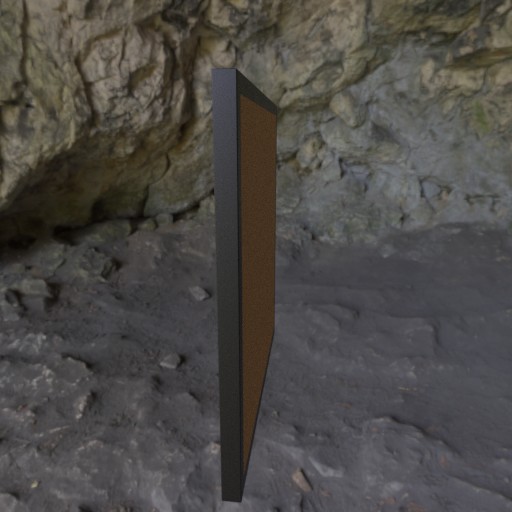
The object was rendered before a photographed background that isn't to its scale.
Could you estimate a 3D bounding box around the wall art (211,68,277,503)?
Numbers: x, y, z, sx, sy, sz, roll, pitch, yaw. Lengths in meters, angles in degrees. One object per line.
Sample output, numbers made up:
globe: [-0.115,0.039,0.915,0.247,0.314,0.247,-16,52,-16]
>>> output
wall art: [0.000,0.000,1.110,0.038,0.765,0.765,2,15,7]
